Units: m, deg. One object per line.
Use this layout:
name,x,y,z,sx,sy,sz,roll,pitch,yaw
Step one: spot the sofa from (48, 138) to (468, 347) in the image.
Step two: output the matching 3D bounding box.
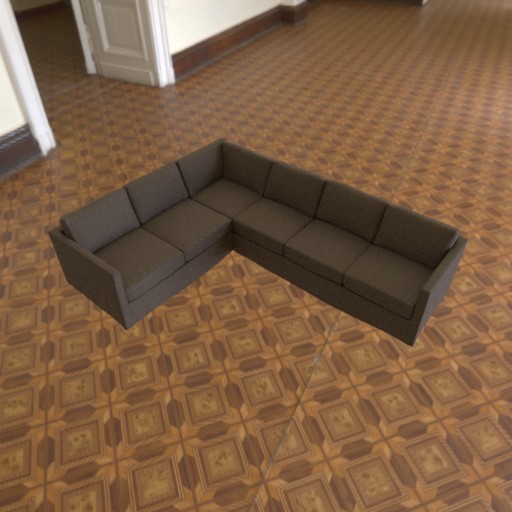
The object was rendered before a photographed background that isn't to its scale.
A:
sofa,0.000,0.000,4.338,3.182,0.871,2.432,28,47,29
